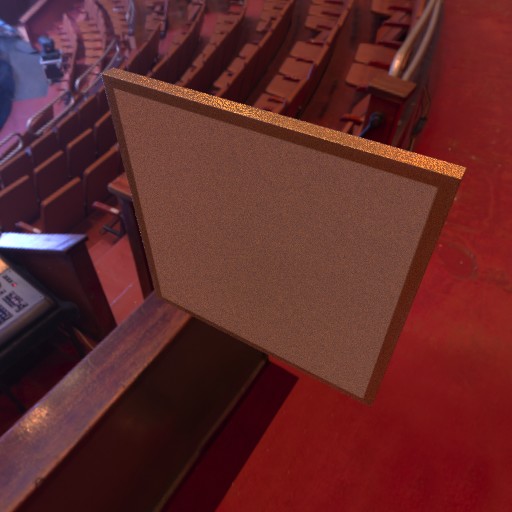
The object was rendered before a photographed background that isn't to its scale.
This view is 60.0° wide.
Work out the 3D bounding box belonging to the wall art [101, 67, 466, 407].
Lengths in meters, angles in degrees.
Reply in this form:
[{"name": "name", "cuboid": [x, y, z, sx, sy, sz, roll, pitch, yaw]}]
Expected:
[{"name": "wall art", "cuboid": [0.000, 0.000, 1.103, 0.762, 0.760, 0.037, 23, 49, 21]}]
